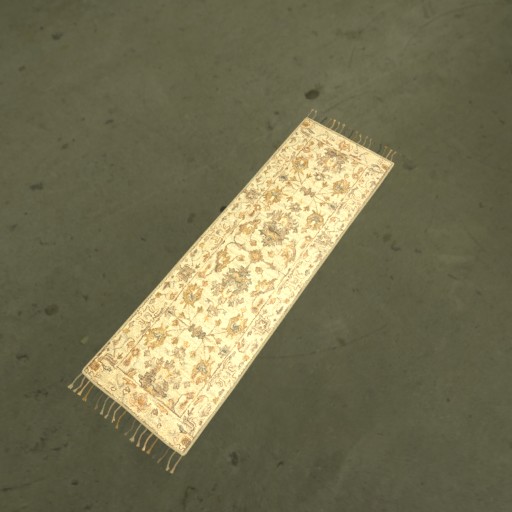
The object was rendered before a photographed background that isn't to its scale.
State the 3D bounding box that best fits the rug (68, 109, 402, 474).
[{"bbox_3d":[0.000,0.000,2.698,0.729,0.021,2.438,33,68,15],"label":"rug"}]
